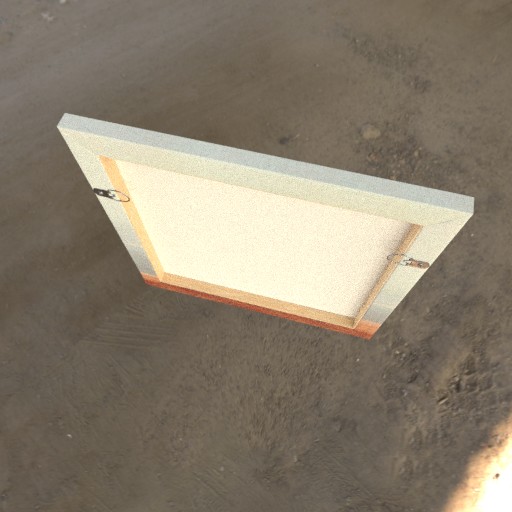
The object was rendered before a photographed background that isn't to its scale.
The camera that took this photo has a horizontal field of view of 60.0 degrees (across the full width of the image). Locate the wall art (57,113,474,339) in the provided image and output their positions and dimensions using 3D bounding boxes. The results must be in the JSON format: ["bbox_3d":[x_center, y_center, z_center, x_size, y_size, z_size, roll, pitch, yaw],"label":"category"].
[{"bbox_3d":[0.000,0.000,0.603,0.405,0.405,0.023,13,64,6],"label":"wall art"}]
